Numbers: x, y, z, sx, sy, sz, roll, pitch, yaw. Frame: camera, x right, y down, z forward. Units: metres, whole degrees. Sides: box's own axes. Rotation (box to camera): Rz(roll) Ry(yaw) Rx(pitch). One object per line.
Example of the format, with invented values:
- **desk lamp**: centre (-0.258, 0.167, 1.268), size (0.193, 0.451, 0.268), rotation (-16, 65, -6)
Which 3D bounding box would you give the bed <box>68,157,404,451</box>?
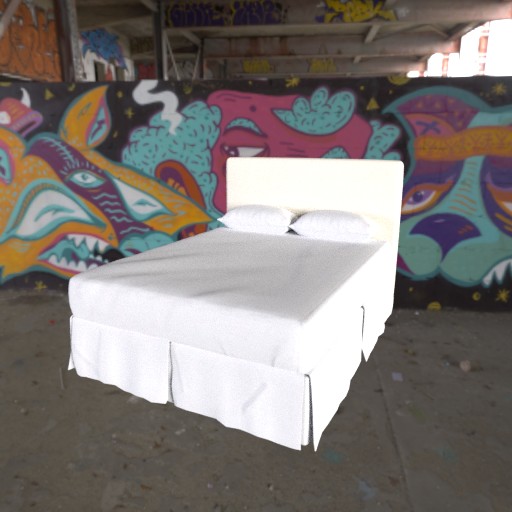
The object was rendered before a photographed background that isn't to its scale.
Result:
- **bed**: centre (0.000, 0.000, 3.239), size (1.713, 1.330, 2.142), rotation (7, 16, 26)
